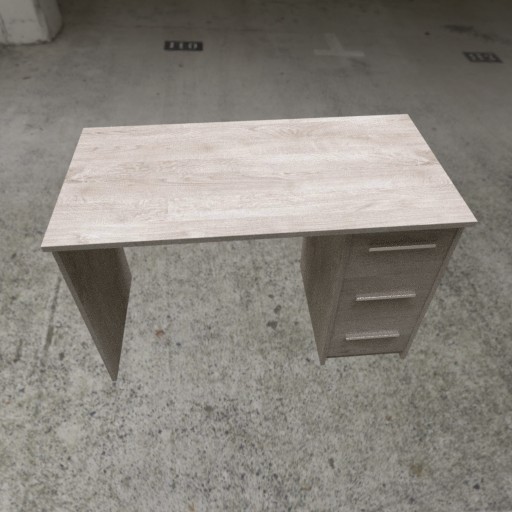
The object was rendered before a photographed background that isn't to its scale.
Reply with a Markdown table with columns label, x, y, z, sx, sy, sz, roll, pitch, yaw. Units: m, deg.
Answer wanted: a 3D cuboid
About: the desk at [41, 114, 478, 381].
| label | x | y | z | sx | sy | sz | roll | pitch | yaw |
| --- | --- | --- | --- | --- | --- | --- | --- | --- | --- |
| desk | 0.000 | 0.000 | 1.565 | 1.097 | 0.735 | 0.560 | -3 | 46 | -3 |
